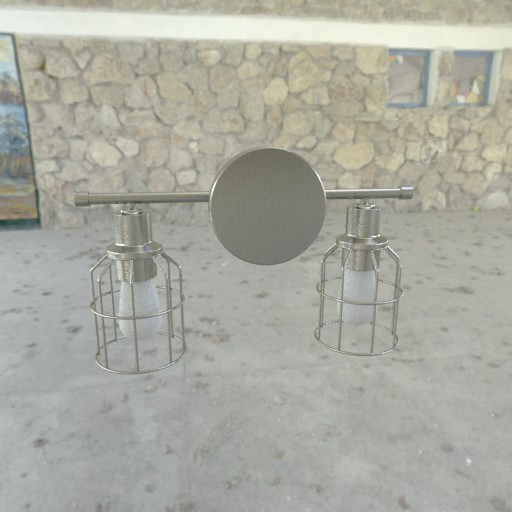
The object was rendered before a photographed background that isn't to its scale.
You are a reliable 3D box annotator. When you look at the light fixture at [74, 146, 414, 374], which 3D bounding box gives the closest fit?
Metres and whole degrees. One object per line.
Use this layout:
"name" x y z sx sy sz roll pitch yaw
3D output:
"light fixture" 0.000 0.000 0.526 0.406 0.254 0.165 -2 15 -9
